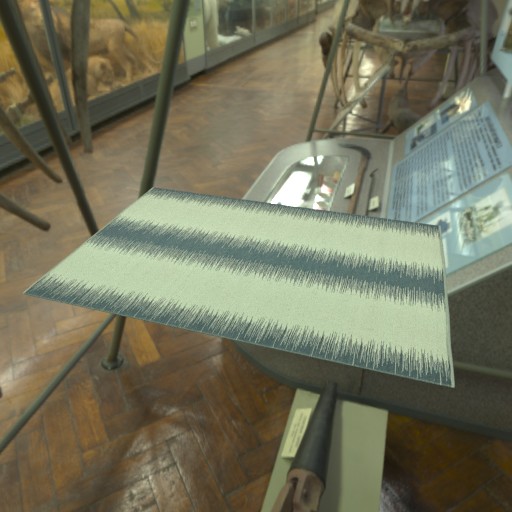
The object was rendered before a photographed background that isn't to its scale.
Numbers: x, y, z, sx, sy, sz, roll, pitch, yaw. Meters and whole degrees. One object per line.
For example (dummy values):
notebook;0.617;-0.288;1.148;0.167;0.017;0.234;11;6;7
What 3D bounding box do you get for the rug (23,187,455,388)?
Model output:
rug;0.000;0.000;2.281;1.854;0.006;1.234;9;34;14
